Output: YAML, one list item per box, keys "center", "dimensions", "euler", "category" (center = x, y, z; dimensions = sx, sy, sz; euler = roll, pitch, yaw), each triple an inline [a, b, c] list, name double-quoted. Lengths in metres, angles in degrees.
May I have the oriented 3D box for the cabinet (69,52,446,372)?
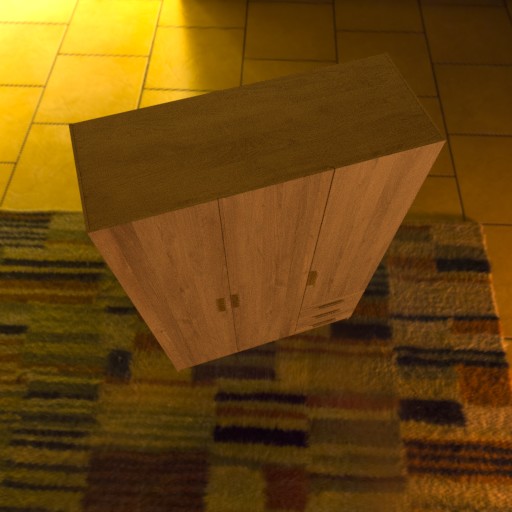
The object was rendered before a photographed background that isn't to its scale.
- center: [0.000, 0.000, 2.458]
  dimensions: [1.290, 1.910, 0.510]
  euler: [-16, 63, -8]
  category: "cabinet"
